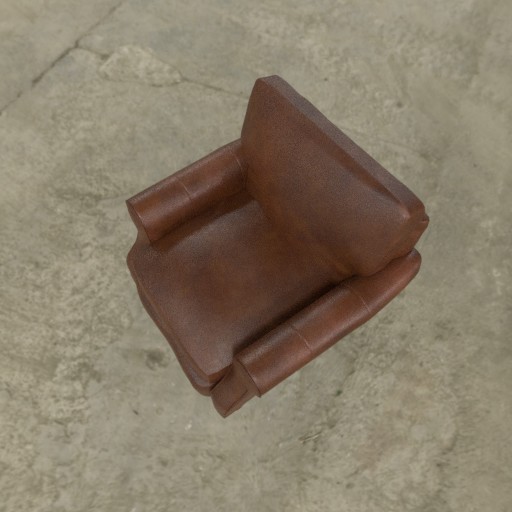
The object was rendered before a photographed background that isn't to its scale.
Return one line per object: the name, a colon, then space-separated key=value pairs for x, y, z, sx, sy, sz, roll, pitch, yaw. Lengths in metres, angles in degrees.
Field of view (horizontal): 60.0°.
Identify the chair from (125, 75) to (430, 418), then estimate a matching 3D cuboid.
chair: x=0.000 y=0.000 z=1.853 sx=0.992 sy=0.972 sz=0.989 roll=-32 pitch=67 yaw=-16
